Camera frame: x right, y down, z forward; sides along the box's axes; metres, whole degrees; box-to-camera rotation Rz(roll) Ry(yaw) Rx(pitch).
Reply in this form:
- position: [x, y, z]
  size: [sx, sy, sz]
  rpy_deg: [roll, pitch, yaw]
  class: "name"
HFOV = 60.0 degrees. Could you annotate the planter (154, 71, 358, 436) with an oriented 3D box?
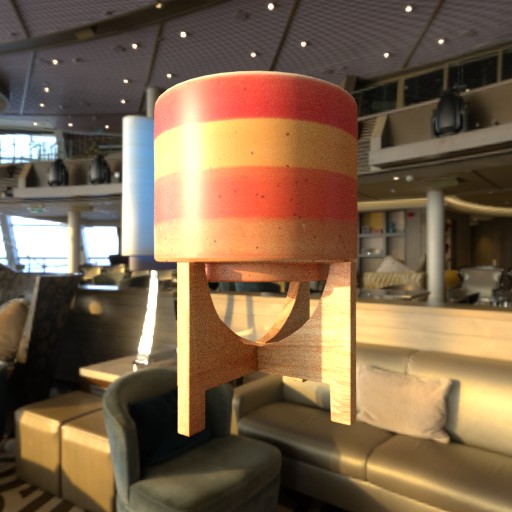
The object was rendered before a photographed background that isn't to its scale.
- position: [0.000, 0.000, 0.577]
  size: [0.269, 0.379, 0.269]
  rpy_deg: [0, 0, 0]
  class: "planter"
